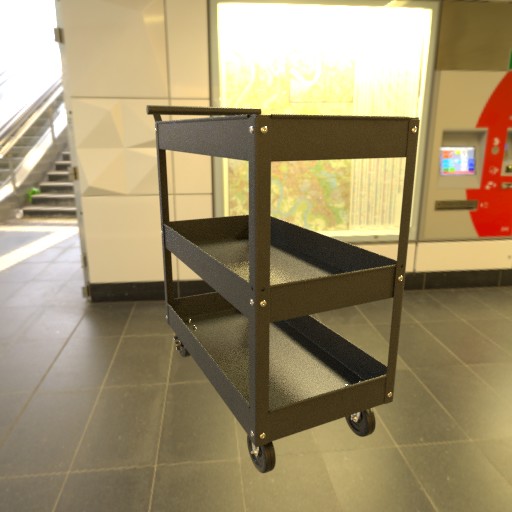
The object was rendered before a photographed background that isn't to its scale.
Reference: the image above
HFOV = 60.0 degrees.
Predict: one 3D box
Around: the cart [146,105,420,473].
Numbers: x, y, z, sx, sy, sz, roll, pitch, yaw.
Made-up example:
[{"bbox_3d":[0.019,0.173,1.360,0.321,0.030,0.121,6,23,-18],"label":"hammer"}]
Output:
[{"bbox_3d":[0.000,0.000,1.169,0.366,0.780,0.719,-8,17,-25],"label":"cart"}]
